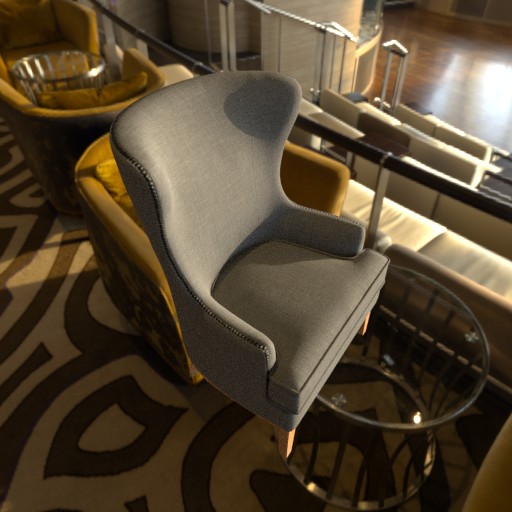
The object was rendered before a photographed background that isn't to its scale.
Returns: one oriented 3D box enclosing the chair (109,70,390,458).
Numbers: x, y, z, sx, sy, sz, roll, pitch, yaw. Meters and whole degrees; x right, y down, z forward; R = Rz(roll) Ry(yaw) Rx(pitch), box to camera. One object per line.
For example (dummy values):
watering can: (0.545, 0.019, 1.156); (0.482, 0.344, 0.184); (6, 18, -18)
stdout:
chair: (0.000, 0.000, 1.796); (0.883, 1.176, 0.864); (24, 46, 25)
